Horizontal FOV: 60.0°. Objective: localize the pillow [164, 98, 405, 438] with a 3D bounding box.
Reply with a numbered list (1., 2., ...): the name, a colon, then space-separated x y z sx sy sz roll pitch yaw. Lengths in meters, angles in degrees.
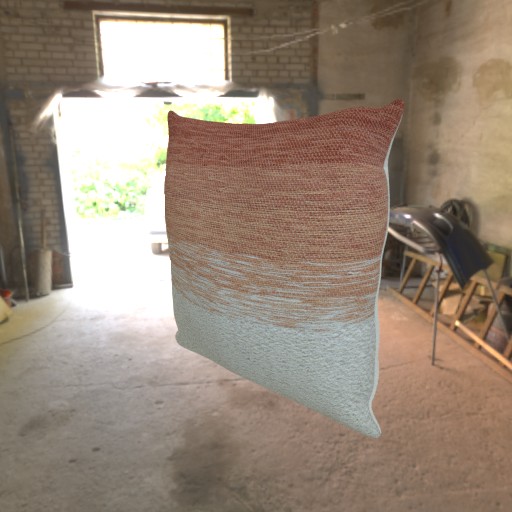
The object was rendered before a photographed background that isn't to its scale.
1. pillow: 0.000 0.000 0.675 0.440 0.441 0.182 13 20 42
